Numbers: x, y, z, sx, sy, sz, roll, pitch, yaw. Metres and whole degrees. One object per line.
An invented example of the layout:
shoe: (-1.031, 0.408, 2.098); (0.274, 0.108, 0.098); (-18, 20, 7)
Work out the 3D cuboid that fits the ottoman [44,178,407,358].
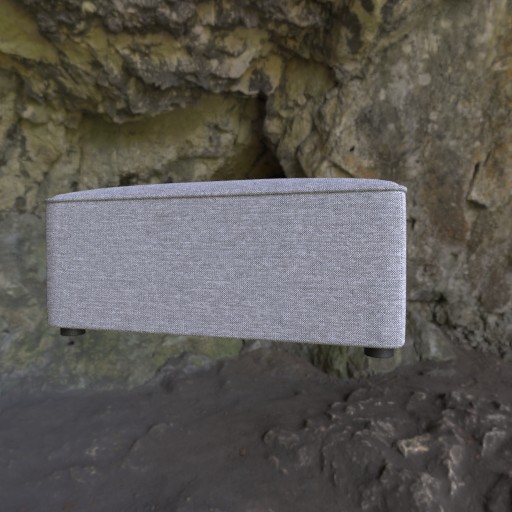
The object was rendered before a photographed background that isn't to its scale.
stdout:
ottoman: (0.000, 0.000, 1.608); (1.005, 0.455, 1.005); (0, 1, 17)
